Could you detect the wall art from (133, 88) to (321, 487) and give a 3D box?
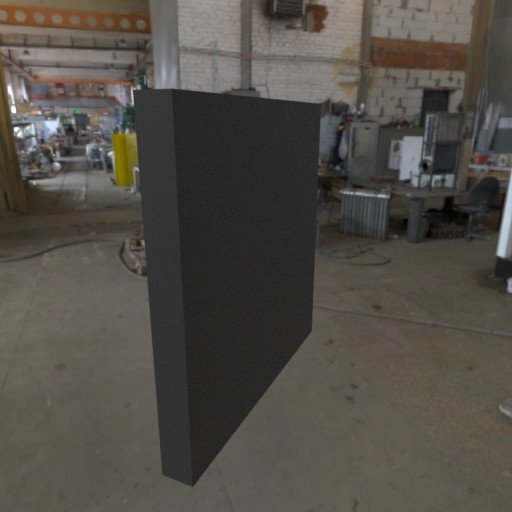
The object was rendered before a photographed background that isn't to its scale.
[{"bbox_3d":[0.000,0.000,0.456,0.030,0.305,0.308,8,19,24],"label":"wall art"}]
